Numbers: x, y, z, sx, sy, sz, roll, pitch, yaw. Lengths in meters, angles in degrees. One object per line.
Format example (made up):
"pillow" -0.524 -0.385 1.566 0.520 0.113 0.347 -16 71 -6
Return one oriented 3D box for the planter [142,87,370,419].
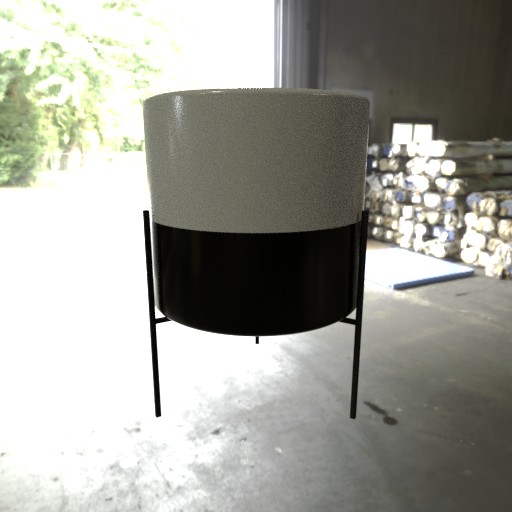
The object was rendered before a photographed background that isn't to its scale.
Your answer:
"planter" 0.000 0.000 0.648 0.310 0.432 0.310 -13 19 -42
